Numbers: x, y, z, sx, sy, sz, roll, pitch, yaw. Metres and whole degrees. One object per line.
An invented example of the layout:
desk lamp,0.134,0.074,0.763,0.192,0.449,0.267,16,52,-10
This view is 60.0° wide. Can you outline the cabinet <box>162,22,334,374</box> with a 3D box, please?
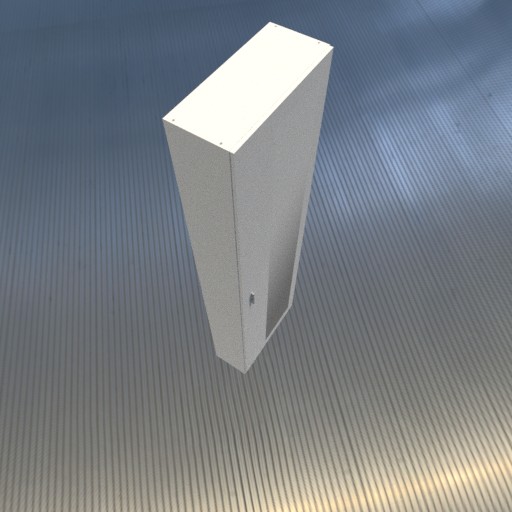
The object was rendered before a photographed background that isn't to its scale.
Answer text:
cabinet,0.000,0.000,1.945,0.230,1.790,0.500,29,63,17
